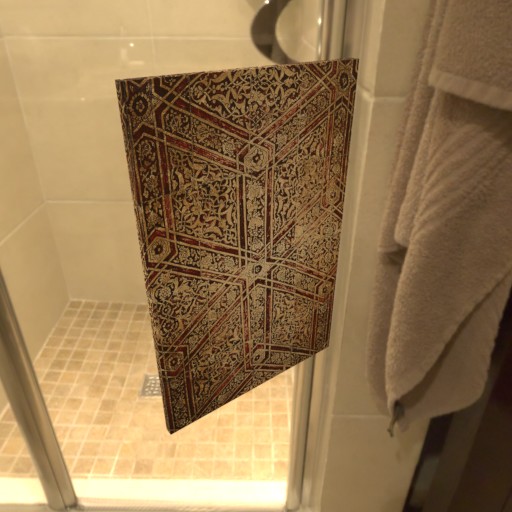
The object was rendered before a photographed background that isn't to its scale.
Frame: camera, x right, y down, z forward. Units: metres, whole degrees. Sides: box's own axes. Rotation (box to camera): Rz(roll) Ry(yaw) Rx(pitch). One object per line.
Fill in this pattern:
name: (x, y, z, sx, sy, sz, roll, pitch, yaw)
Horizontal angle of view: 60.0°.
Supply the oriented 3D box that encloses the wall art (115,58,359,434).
wall art: (0.000, 0.000, 0.760, 0.397, 0.599, 0.020, -20, 35, -31)
